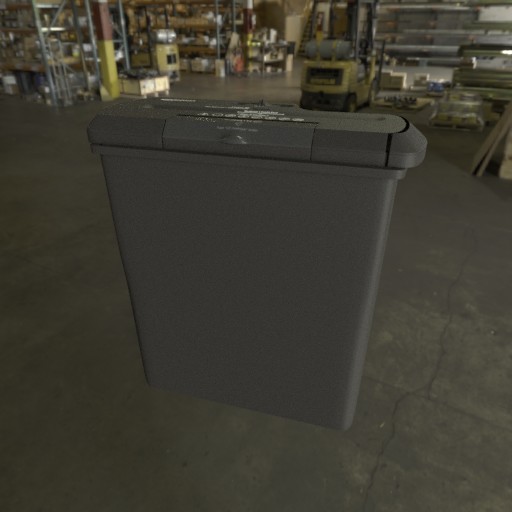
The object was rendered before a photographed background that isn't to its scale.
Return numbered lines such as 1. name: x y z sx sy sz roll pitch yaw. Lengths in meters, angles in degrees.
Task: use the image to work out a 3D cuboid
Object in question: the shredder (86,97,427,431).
1. shredder: 0.000 0.000 0.511 0.320 0.335 0.170 8 29 14
